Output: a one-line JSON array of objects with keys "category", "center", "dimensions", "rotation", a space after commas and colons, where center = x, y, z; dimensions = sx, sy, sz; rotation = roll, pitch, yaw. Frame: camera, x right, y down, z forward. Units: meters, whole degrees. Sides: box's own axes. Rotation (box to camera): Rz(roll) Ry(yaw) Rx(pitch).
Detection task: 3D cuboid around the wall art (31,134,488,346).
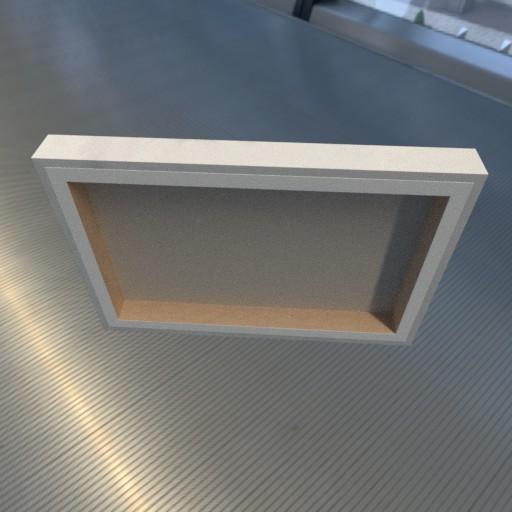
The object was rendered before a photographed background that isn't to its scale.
[{"category": "wall art", "center": [0.000, 0.000, 0.472], "dimensions": [0.381, 0.254, 0.038], "rotation": [3, 46, 2]}]
